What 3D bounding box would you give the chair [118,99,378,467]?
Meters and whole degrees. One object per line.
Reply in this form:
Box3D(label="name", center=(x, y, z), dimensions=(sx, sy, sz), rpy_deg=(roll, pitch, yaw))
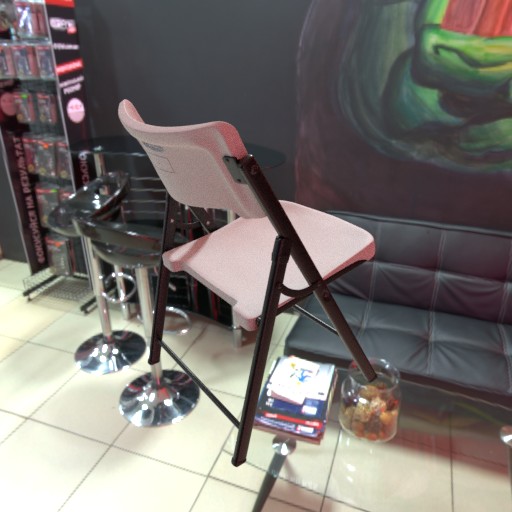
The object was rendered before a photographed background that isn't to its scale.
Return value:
Box3D(label="chair", center=(0.000, 0.000, 1.150), dimensions=(0.577, 0.765, 0.482), rpy_deg=(-18, 31, -33))
